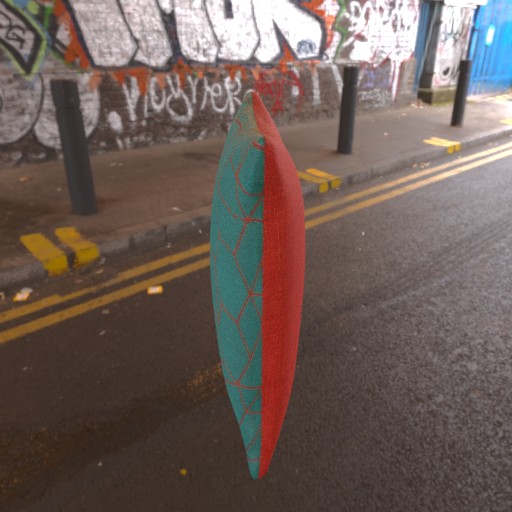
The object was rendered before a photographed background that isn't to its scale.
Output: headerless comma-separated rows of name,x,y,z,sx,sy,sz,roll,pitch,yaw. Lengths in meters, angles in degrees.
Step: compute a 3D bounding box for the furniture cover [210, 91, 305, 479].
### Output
furniture cover,0.000,0.000,0.788,0.158,0.508,0.517,-1,25,-2
